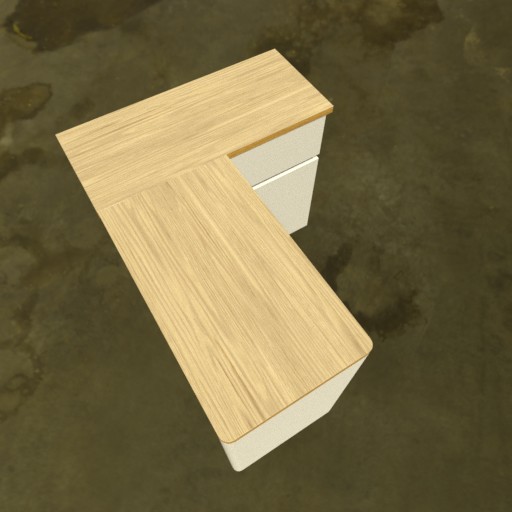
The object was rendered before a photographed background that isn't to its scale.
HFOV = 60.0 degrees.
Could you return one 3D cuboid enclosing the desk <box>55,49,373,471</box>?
[{"bbox_3d":[0.000,0.000,1.718,0.900,0.760,1.170,-28,63,-15],"label":"desk"}]
